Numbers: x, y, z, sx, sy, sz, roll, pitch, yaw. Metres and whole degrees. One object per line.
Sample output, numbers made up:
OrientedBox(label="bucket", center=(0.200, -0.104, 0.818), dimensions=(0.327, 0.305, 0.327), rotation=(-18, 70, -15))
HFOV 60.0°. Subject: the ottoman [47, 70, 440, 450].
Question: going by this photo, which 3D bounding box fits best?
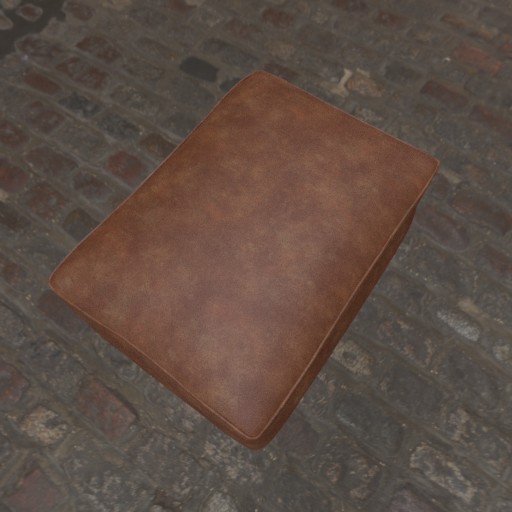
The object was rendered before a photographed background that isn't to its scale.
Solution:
OrientedBox(label="ottoman", center=(0.000, 0.000, 0.986), dimensions=(0.501, 0.418, 0.665), rotation=(33, 69, 15))
